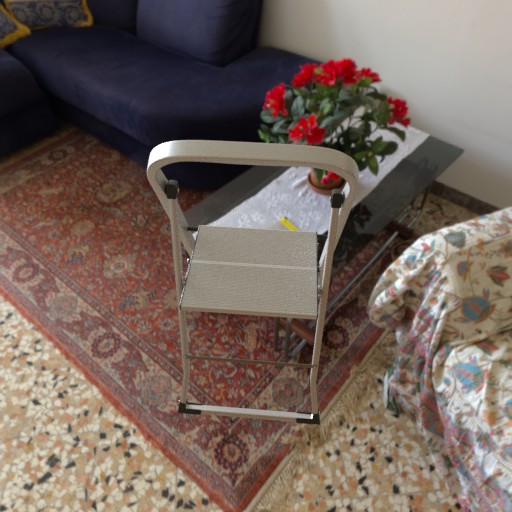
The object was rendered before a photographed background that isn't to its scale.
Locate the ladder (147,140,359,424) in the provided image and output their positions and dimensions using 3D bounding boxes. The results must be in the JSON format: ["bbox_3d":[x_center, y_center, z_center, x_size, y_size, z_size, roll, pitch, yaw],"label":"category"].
[{"bbox_3d":[0.000,0.000,1.155,0.465,0.830,0.530,4,48,3],"label":"ladder"}]
